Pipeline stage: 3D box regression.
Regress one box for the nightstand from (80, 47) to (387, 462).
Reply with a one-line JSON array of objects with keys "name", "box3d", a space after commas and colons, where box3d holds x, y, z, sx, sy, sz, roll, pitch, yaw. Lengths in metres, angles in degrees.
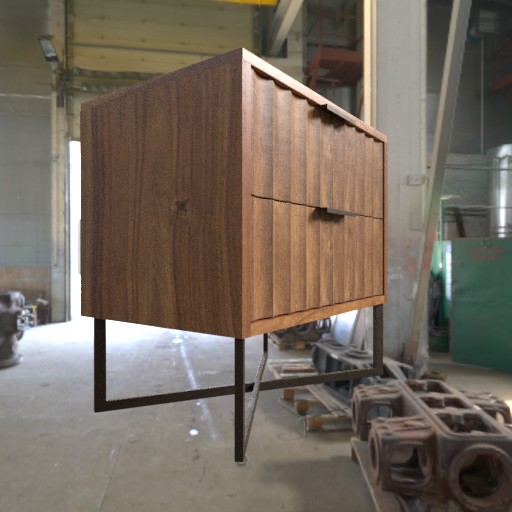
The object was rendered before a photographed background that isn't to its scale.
[{"name": "nightstand", "box3d": [0.000, 0.000, 1.013, 0.427, 0.615, 0.613, 0, 0, 36]}]
